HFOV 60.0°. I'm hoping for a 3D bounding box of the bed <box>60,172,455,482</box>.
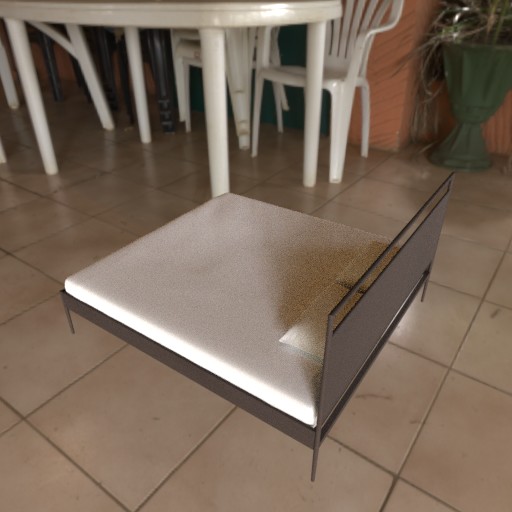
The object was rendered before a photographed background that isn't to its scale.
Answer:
[{"bbox_3d":[0.000,0.000,3.347,2.151,1.173,1.993,20,37,29],"label":"bed"}]
